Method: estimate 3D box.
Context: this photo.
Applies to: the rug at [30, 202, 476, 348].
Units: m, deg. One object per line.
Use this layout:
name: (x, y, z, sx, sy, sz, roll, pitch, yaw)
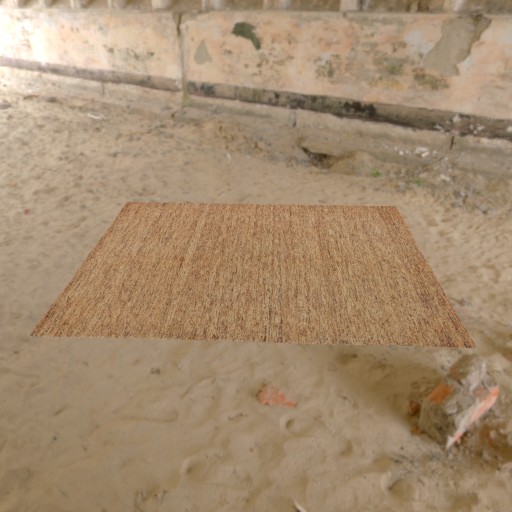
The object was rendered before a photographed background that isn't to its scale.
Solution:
rug: (0.000, 0.000, 4.218, 3.200, 0.012, 2.438, 1, 30, 2)
